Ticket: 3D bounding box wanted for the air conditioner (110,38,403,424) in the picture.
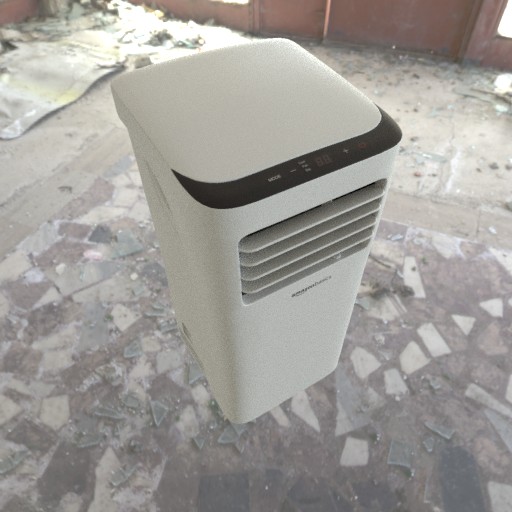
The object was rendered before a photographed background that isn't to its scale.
[{"bbox_3d":[0.000,0.000,0.918,0.352,0.716,0.369,-24,51,-21],"label":"air conditioner"}]
